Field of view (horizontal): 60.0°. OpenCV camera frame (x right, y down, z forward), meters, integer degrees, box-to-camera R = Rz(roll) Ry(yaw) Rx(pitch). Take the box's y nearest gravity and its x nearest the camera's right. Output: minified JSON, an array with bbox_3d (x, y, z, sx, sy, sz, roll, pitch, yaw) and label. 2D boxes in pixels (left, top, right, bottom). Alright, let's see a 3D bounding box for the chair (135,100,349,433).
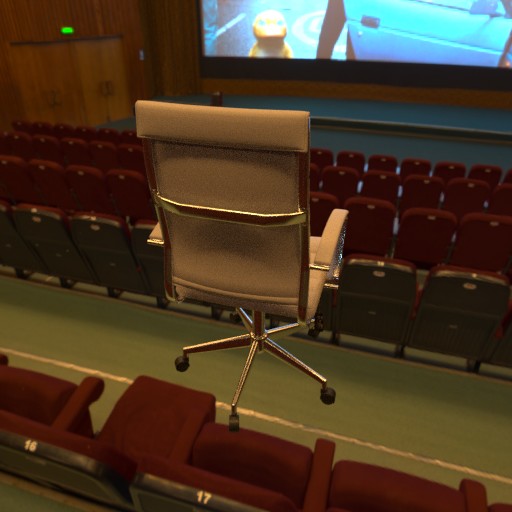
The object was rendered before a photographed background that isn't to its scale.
[{"bbox_3d":[0.000,0.000,1.574,0.679,1.149,0.667,9,32,15],"label":"chair"}]
